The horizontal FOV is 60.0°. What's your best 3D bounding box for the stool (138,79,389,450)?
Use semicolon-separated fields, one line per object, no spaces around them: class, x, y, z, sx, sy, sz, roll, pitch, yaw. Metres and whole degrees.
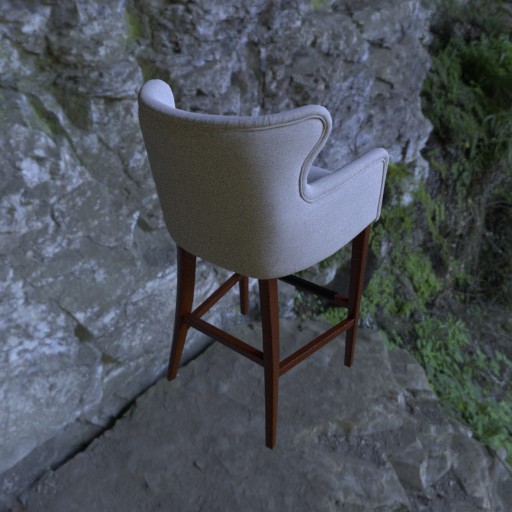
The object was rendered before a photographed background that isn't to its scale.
stool;0.000;0.000;1.393;0.556;1.034;0.563;22;38;31
